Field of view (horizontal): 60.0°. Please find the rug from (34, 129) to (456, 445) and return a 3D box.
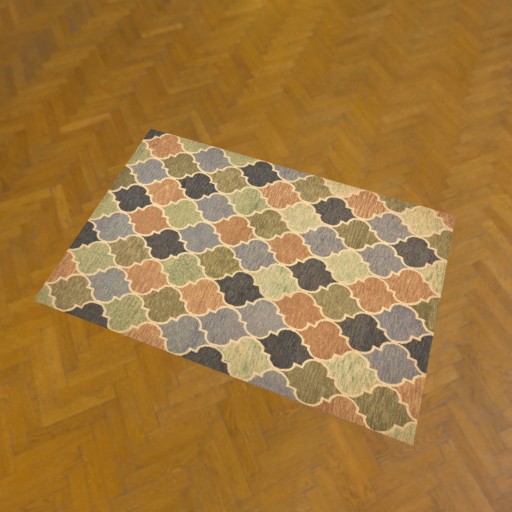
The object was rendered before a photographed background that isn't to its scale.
[{"bbox_3d":[0.000,0.000,2.255,1.828,0.006,1.216,18,62,10],"label":"rug"}]
